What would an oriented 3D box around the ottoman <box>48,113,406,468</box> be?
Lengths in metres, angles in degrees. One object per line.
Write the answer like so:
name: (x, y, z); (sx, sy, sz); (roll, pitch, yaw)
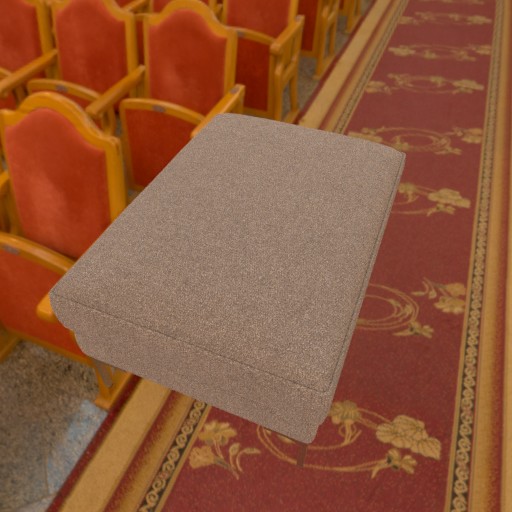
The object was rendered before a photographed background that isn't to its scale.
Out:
ottoman: (0.000, 0.000, 1.150); (0.583, 0.464, 0.785); (16, 48, 15)
